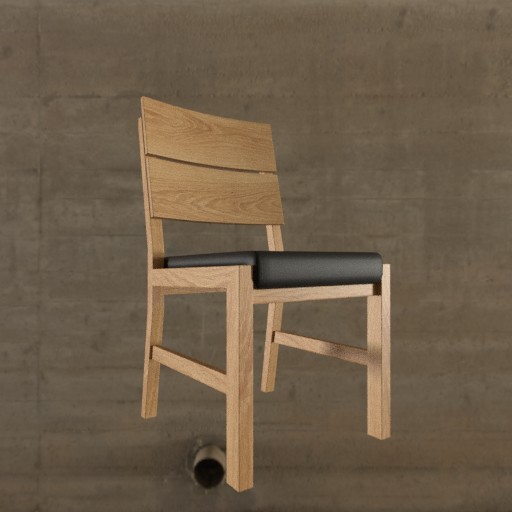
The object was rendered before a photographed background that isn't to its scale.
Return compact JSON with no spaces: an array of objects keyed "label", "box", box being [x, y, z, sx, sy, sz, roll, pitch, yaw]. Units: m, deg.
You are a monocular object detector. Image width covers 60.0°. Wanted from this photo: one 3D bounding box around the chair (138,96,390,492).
[{"label":"chair","box":[0.000,0.000,1.249,0.475,0.950,0.569,0,0,-36]}]
